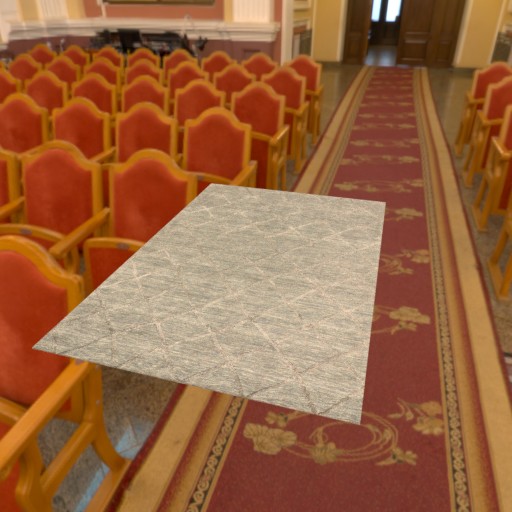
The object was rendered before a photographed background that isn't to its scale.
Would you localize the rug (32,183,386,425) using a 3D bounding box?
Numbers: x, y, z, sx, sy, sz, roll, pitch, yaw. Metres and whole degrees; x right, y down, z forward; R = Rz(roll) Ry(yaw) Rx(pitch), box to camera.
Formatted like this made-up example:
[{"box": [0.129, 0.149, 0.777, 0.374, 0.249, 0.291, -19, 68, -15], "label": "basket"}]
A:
[{"box": [0.000, 0.000, 2.850, 1.521, 0.006, 2.283, 8, 31, 14], "label": "rug"}]
